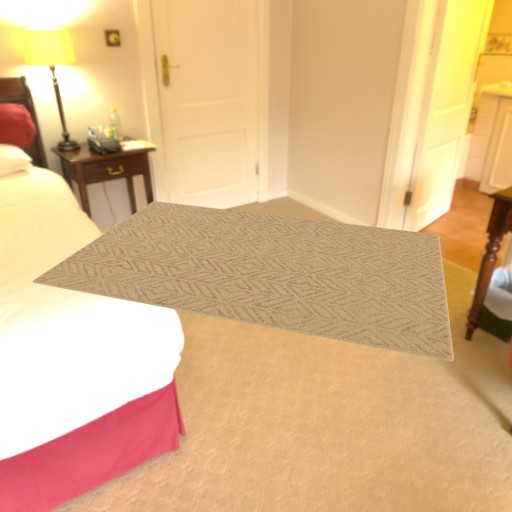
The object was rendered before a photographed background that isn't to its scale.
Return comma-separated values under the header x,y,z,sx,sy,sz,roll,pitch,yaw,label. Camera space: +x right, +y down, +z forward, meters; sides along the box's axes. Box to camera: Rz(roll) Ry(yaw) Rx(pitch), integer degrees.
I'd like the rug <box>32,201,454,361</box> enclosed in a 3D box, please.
x,y,z,sx,sy,sz,roll,pitch,yaw,label
0.000,0.000,3.057,2.438,0.008,1.523,8,28,16,rug
